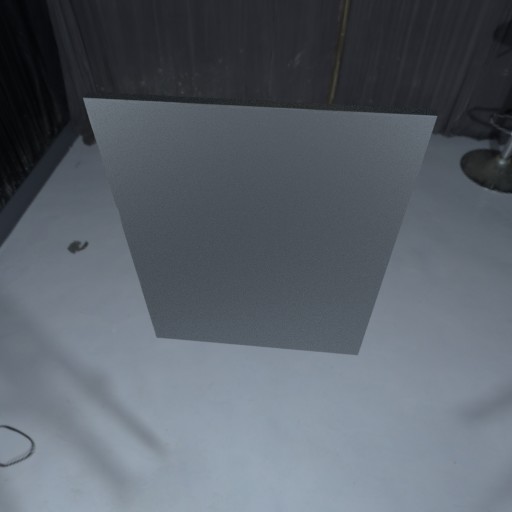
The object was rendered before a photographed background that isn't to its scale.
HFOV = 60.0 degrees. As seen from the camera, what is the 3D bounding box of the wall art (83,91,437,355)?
[{"bbox_3d":[0.000,0.000,1.412,0.816,1.046,0.030,4,48,4],"label":"wall art"}]
